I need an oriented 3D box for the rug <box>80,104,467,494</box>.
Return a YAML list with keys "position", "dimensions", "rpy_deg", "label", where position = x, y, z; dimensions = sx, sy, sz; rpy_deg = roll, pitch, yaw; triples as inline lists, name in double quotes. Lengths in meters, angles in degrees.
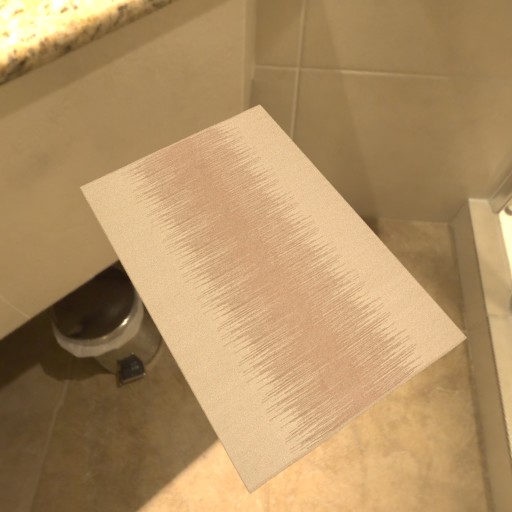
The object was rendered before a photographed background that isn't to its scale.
- position: [0.000, 0.000, 2.340]
  dimensions: [1.234, 0.006, 1.850]
  rpy_deg: [-29, 66, -15]
  label: "rug"
